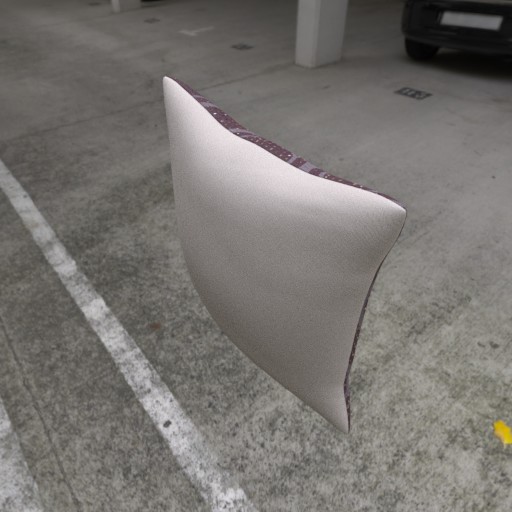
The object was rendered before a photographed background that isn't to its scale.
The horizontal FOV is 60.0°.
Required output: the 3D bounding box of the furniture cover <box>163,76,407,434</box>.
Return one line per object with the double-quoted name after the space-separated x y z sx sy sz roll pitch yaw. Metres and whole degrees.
0.000 0.000 0.821 0.193 0.509 0.552 -27 48 -28 "furniture cover"
